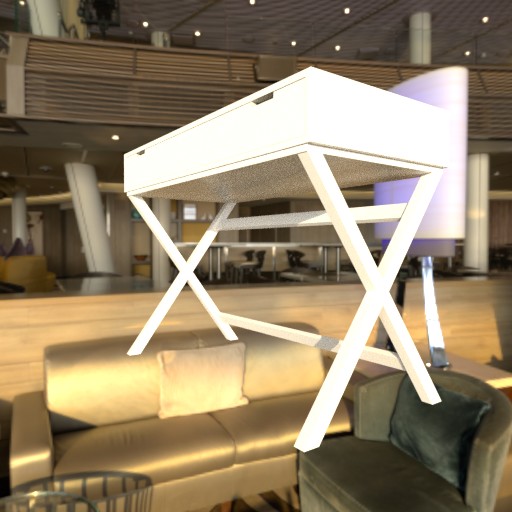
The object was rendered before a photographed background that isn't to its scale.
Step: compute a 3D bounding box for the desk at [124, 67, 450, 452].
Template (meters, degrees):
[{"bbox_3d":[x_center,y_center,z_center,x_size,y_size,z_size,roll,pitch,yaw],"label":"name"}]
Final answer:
[{"bbox_3d":[0.000,0.000,1.464,0.509,0.780,1.059,-1,2,-36],"label":"desk"}]
